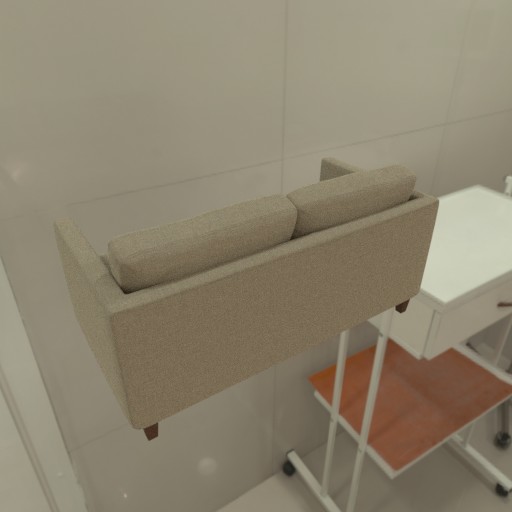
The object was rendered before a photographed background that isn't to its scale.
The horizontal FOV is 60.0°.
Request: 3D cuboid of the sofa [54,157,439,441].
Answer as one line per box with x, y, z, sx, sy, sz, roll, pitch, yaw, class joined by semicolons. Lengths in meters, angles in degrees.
0.000;0.000;2.482;1.884;0.947;0.951;-19;35;-29;sofa
